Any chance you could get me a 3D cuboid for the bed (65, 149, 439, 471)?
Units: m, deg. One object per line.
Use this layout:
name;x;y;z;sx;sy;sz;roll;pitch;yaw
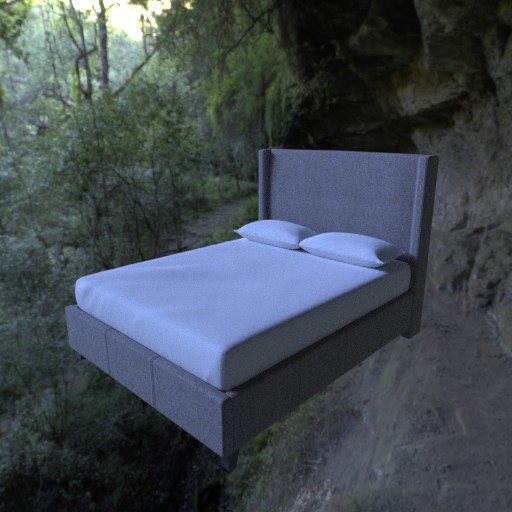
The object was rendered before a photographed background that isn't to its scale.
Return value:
bed;0.000;0.000;3.339;1.714;1.476;2.245;15;21;42
